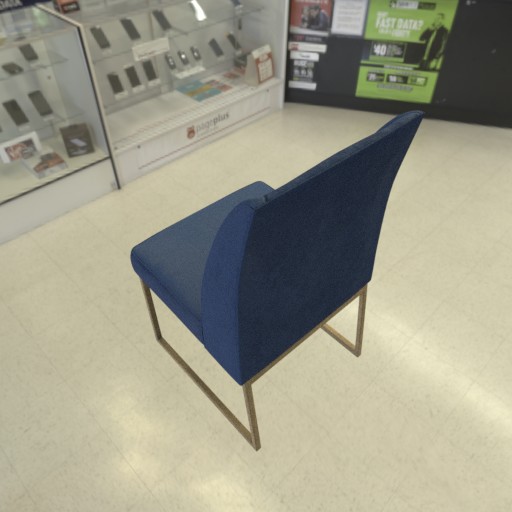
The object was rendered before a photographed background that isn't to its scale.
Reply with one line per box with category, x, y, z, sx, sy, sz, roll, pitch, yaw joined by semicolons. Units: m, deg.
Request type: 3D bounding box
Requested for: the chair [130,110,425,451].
chair;0.000;0.000;1.203;0.508;0.863;0.522;-33;53;-29
